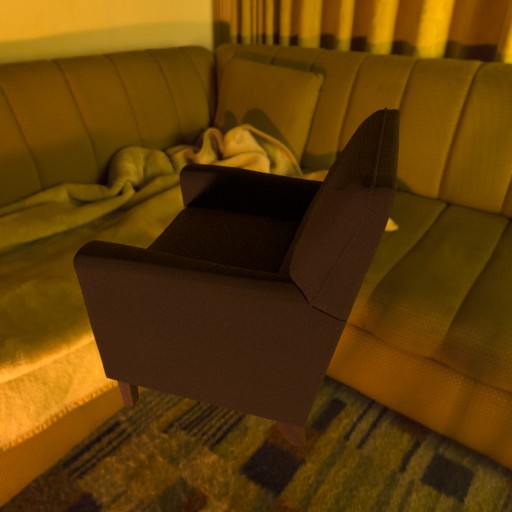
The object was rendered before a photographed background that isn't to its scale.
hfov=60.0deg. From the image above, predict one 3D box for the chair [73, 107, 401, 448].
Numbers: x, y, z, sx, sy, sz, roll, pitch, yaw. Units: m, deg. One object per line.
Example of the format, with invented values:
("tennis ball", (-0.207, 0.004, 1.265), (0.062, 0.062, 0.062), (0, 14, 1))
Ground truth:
("chair", (0.000, 0.000, 1.553), (0.831, 0.911, 0.836), (8, 32, 14))
